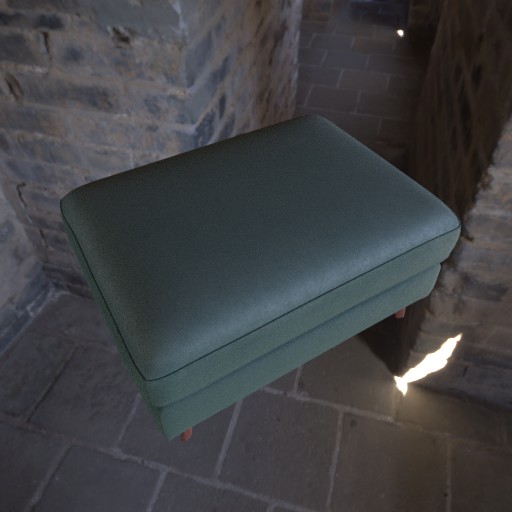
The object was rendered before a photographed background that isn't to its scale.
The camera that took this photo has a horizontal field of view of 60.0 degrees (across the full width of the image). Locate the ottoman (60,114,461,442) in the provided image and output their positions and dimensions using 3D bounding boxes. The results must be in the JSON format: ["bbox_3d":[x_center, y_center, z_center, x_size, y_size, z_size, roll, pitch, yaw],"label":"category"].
[{"bbox_3d":[0.000,0.000,1.158,0.811,0.449,0.608,-23,50,-21],"label":"ottoman"}]
